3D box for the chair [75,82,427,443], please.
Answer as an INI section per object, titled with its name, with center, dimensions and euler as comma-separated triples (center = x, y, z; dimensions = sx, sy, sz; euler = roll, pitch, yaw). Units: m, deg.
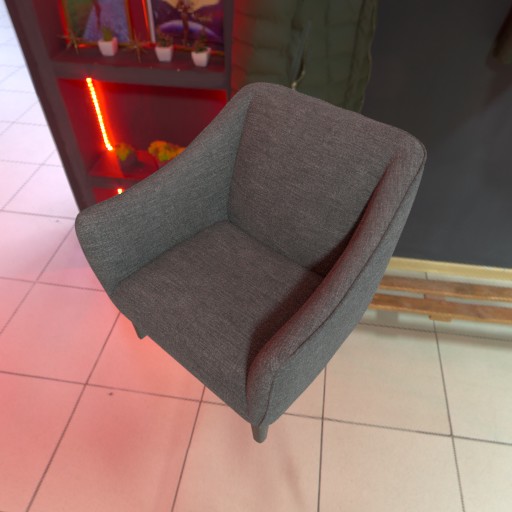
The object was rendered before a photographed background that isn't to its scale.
[chair]
center = 0.000, 0.000, 1.565
dimensions = 0.870, 0.829, 0.851
euler = 32, 53, 28
